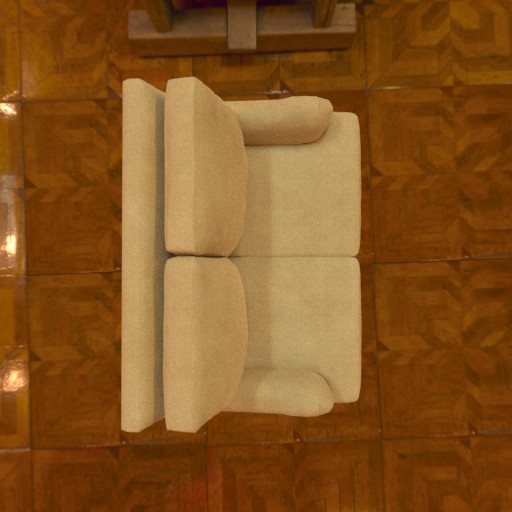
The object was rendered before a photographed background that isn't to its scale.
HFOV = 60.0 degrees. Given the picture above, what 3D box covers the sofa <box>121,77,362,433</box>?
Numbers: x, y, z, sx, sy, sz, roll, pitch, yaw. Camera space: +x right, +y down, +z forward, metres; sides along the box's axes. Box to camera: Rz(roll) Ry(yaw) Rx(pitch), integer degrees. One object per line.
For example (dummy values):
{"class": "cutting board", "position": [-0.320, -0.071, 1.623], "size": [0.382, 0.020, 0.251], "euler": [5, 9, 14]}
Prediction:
{"class": "sofa", "position": [0.000, 0.000, 2.229], "size": [1.086, 1.087, 1.498], "euler": [0, 89, 0]}
